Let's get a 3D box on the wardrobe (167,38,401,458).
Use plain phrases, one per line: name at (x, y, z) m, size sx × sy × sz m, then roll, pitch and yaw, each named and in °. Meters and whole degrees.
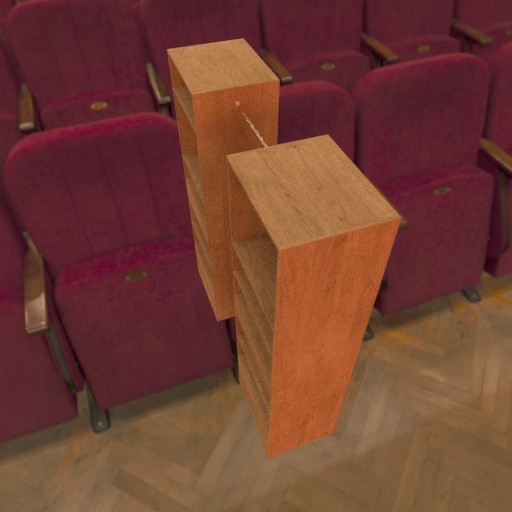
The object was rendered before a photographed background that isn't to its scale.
wardrobe at (0.000, 0.000, 2.855) m, size 0.480 × 2.000 × 1.770 m, roll -15°, pitch 49°, yaw -14°
